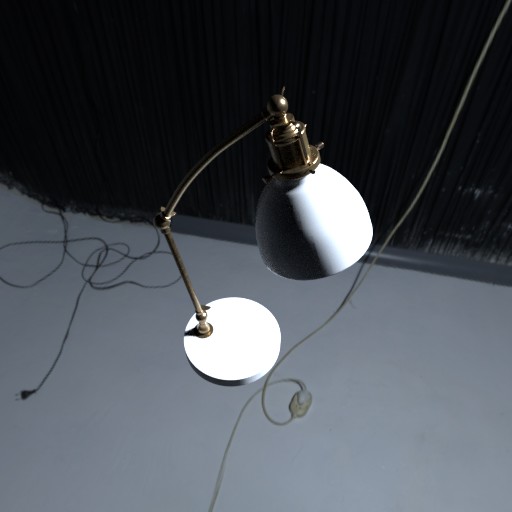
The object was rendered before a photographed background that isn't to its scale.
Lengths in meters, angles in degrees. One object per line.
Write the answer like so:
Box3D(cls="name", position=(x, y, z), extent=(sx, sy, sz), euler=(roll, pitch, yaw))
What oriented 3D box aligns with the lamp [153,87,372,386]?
Box3D(cls="lamp", position=(0.000, 0.000, 0.673), extent=(0.317, 0.522, 0.186), euler=(10, 48, 9))
